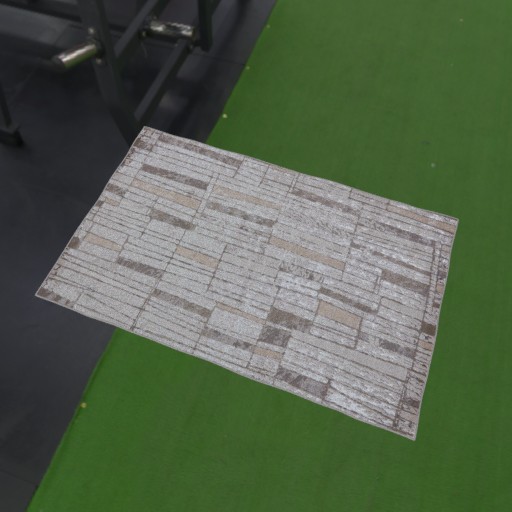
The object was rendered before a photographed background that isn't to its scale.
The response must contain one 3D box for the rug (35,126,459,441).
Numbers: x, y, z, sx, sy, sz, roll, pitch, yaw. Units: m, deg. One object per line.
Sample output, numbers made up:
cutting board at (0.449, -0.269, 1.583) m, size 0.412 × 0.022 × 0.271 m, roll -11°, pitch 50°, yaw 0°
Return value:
rug at (0.000, 0.000, 2.953) m, size 2.444 × 0.023 × 1.531 m, roll 18°, pitch 64°, yaw 9°
